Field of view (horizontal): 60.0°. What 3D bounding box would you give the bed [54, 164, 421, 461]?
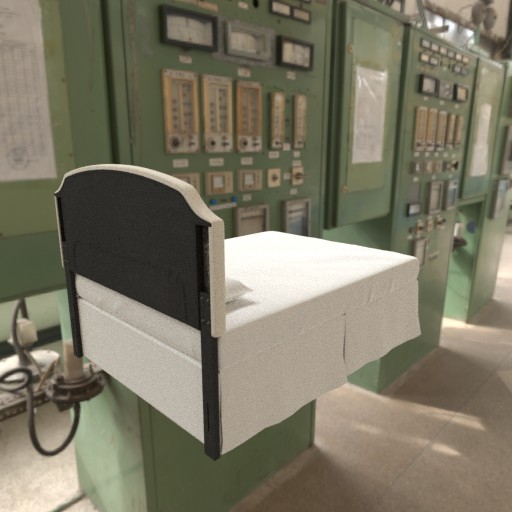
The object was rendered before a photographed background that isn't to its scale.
[{"bbox_3d":[0.000,0.000,2.994,1.558,1.270,1.999,14,20,43],"label":"bed"}]
